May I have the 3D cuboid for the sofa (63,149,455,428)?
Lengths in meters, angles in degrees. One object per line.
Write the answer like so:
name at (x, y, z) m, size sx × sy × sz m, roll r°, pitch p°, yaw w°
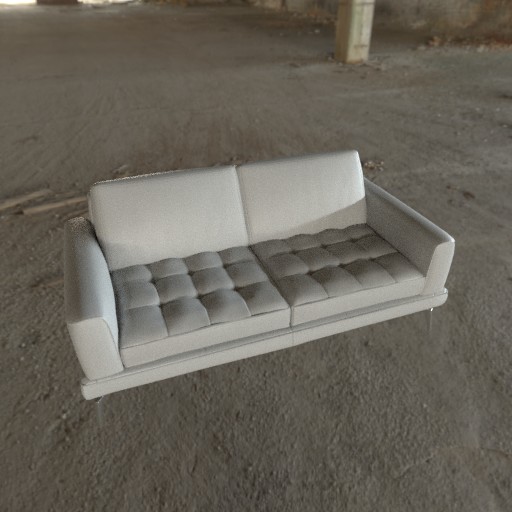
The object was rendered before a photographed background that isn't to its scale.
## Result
sofa at (0.000, 0.000, 2.719) m, size 2.177 × 0.930 × 1.121 m, roll -11°, pitch 34°, yaw -17°
